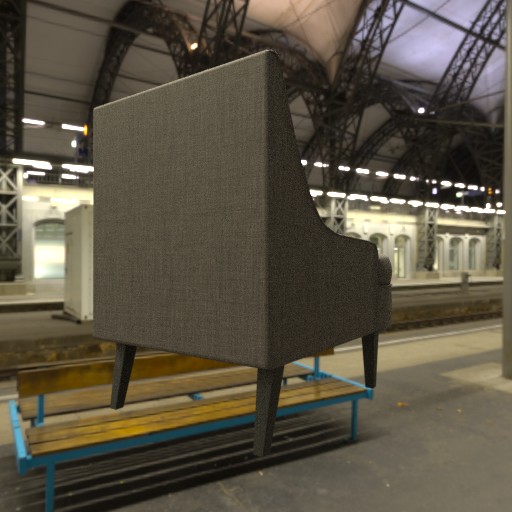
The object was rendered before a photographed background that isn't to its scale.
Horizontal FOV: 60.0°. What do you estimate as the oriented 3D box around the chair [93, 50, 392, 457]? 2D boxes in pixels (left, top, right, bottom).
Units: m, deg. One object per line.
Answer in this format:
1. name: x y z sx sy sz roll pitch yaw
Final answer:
1. chair: 0.000 0.000 1.419 0.655 0.891 0.771 0 0 36
